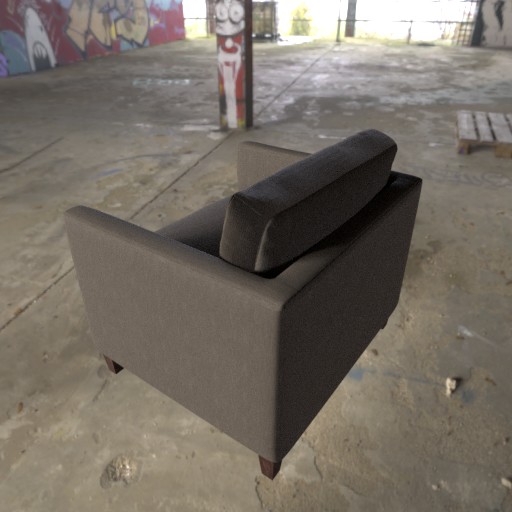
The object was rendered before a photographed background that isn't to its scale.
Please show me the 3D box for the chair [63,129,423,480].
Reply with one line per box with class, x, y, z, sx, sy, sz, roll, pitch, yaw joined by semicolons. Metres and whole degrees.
chair;0.000;0.000;1.816;0.959;0.963;1.107;20;37;30
